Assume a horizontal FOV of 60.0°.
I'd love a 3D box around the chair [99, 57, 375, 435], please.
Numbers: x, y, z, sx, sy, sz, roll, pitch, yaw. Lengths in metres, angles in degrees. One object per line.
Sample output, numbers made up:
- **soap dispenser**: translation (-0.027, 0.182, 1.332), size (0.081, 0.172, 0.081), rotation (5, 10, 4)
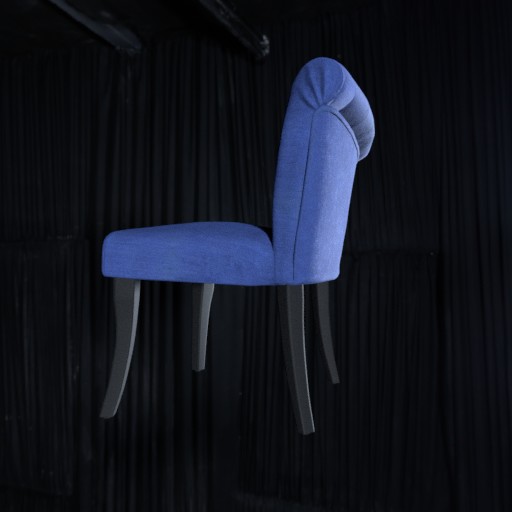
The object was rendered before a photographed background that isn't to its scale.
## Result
- **chair**: translation (0.000, 0.000, 1.171), size (0.606, 0.753, 0.585), rotation (0, -1, 18)
